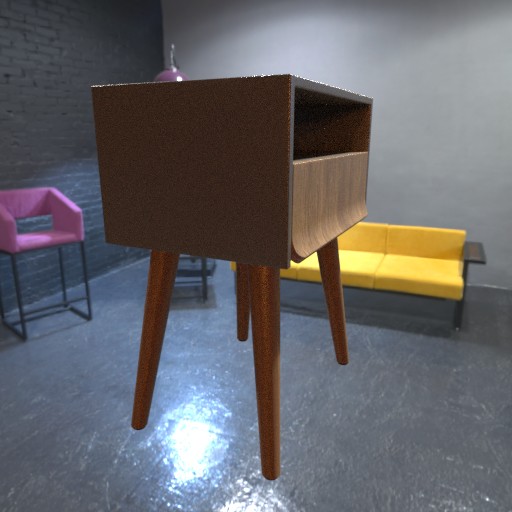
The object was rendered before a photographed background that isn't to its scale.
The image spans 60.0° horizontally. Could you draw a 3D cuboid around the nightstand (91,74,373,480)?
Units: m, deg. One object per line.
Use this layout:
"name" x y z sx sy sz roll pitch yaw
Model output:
"nightstand" 0.000 0.000 0.732 0.288 0.508 0.370 8 17 26
